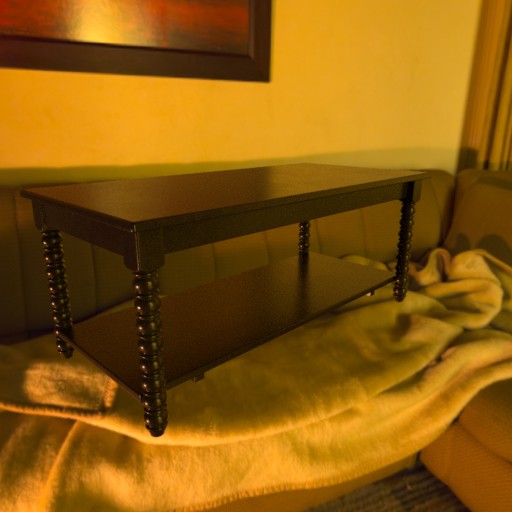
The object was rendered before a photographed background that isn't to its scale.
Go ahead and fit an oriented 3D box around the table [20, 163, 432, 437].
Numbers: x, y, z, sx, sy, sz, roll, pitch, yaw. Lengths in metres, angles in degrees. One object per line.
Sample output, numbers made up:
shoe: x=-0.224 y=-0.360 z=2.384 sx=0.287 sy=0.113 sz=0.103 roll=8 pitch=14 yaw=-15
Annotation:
table: x=0.000 y=0.000 z=1.421 sx=1.171 sy=0.487 sz=0.580 roll=-16 pitch=23 yaw=-42
